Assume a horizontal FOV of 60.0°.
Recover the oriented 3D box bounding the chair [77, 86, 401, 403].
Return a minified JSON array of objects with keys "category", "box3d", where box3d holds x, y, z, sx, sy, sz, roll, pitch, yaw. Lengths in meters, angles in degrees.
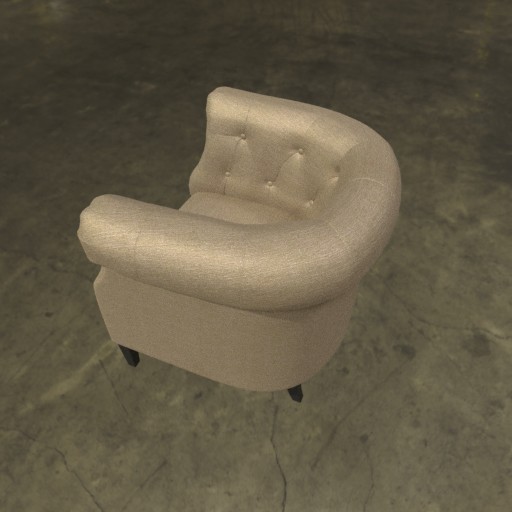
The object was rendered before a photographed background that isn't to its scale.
[{"category":"chair","box3d":[0.000,0.000,1.568,0.852,0.827,0.905,16,47,16]}]
